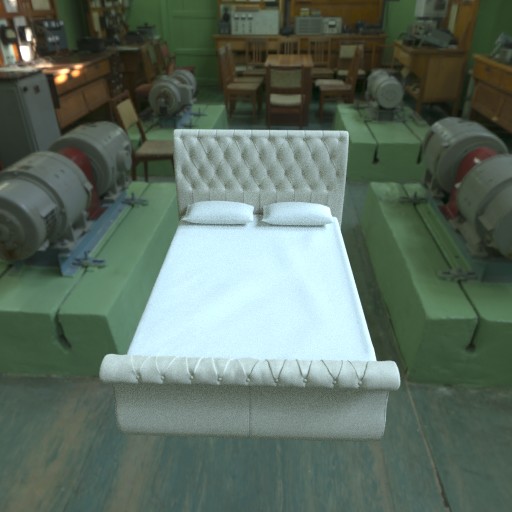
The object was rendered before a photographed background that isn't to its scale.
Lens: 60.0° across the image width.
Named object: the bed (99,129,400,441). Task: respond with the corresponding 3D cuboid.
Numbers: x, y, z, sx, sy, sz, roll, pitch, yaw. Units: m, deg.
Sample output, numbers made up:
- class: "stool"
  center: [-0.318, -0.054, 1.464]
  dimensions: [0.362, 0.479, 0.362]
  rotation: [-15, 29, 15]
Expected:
- class: "bed"
  center: [0.000, 0.000, 3.376]
  dimensions: [1.606, 1.268, 2.493]
  rotation: [1, 31, 2]
